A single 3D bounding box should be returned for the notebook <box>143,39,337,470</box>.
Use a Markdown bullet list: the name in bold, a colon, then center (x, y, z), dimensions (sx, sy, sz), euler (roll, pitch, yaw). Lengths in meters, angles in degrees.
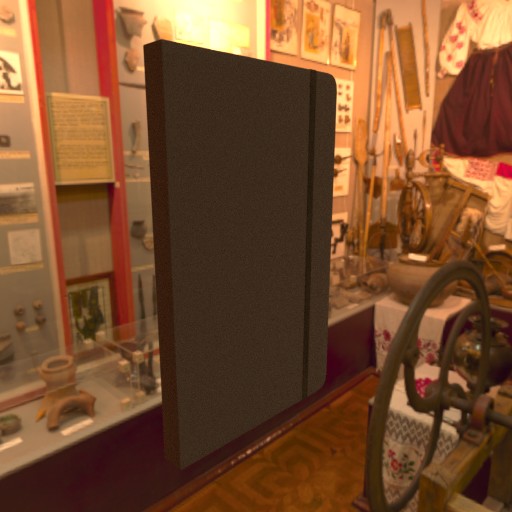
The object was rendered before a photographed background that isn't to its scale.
- **notebook**: center (0.000, 0.000, 0.260), dimensions (0.127, 0.213, 0.016), euler (-12, 18, -43)
